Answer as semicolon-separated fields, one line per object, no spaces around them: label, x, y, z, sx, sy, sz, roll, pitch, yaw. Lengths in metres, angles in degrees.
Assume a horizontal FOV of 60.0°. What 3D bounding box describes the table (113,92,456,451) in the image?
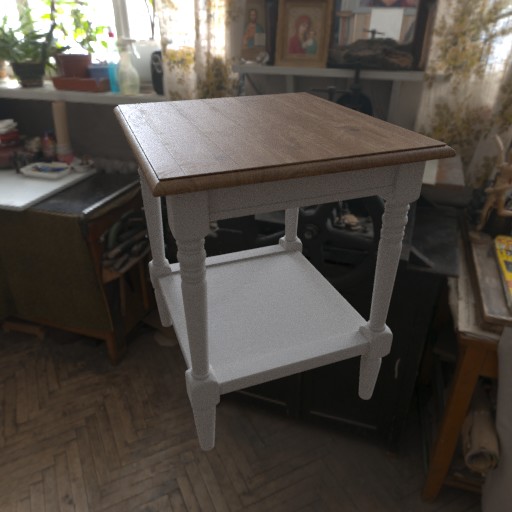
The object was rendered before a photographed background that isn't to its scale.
table;0.000;0.000;0.941;0.457;0.561;0.508;-11;31;-18
